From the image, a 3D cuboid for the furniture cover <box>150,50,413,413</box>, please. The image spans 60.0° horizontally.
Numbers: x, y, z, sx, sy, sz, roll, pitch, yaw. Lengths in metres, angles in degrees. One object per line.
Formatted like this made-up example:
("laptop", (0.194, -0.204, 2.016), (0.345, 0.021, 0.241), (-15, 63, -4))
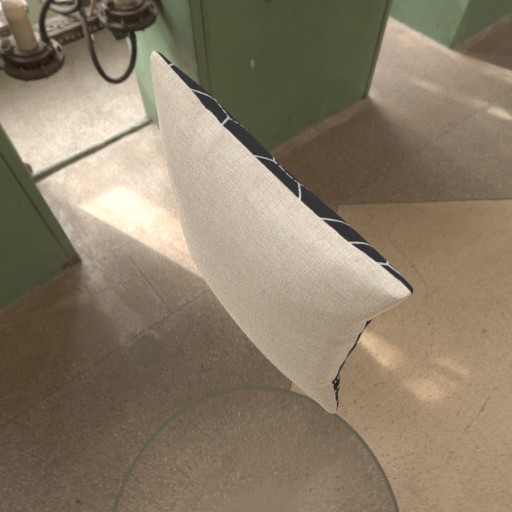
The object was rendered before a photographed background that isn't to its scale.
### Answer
("furniture cover", (0.000, 0.000, 0.767), (0.158, 0.508, 0.517), (-33, 63, -19))
